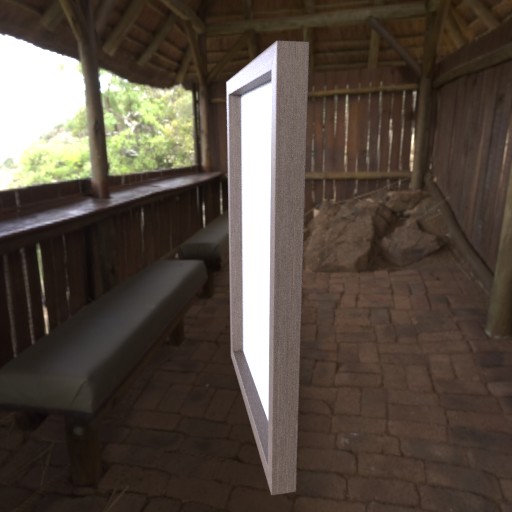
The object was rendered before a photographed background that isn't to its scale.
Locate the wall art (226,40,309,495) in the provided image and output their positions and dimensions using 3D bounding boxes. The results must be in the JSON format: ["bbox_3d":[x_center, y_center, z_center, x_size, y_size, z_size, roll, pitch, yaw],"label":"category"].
[{"bbox_3d":[0.000,0.000,0.646,0.032,0.510,0.358,-3,16,-11],"label":"wall art"}]
